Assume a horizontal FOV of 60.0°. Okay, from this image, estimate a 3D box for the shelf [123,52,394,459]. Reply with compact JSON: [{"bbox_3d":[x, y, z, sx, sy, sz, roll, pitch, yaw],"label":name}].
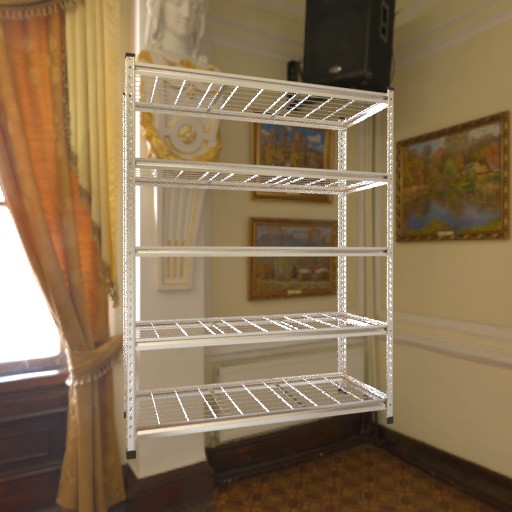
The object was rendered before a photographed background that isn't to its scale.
[{"bbox_3d":[0.000,0.000,2.675,1.524,1.981,0.610,0,1,-18],"label":"shelf"}]
